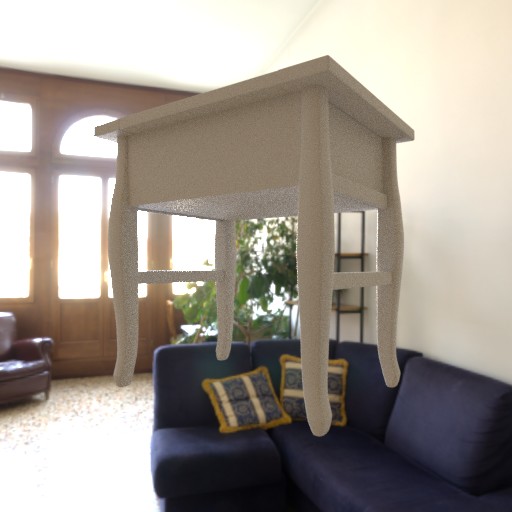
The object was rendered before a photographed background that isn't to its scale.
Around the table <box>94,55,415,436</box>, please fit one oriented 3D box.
[{"bbox_3d":[0.000,0.000,1.033,0.599,0.605,0.463,-1,-2,35],"label":"table"}]
